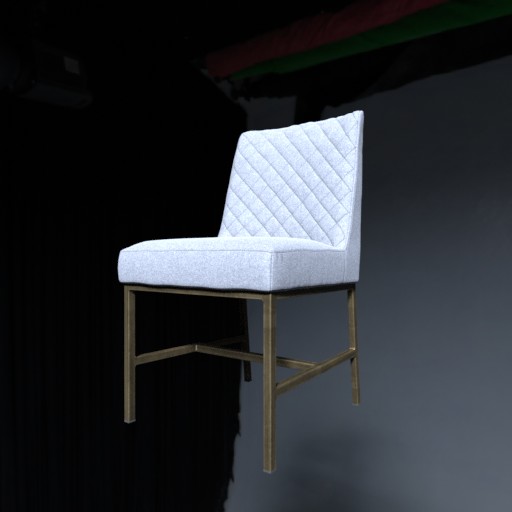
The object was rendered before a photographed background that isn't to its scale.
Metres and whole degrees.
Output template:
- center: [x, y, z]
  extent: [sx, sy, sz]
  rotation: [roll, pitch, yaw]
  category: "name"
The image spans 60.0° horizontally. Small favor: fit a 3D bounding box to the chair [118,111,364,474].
- center: [0.000, 0.000, 1.265]
  extent: [0.508, 0.889, 0.587]
  rotation: [0, 0, 37]
  category: "chair"
